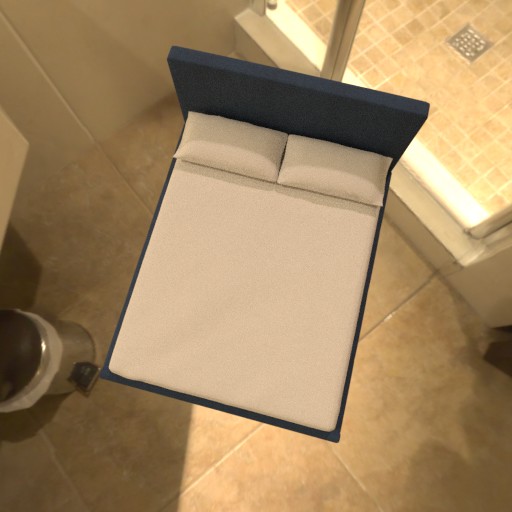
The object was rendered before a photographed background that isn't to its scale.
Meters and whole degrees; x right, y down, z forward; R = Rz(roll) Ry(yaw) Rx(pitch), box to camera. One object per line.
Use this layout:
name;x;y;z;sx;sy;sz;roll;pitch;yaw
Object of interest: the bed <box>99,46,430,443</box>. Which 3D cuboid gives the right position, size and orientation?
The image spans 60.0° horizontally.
bed;0.000;0.000;3.131;1.723;1.231;2.172;14;76;4
